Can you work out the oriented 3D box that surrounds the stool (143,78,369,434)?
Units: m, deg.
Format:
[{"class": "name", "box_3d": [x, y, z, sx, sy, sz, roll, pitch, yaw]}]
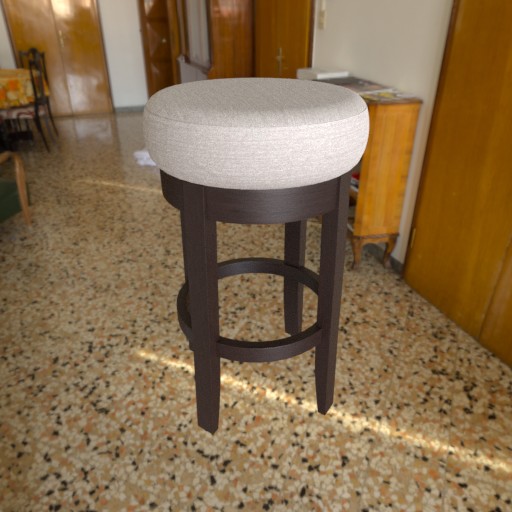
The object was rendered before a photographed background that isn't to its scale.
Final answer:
[{"class": "stool", "box_3d": [0.000, 0.000, 1.038, 0.443, 0.757, 0.443, 0, 29, 0]}]
